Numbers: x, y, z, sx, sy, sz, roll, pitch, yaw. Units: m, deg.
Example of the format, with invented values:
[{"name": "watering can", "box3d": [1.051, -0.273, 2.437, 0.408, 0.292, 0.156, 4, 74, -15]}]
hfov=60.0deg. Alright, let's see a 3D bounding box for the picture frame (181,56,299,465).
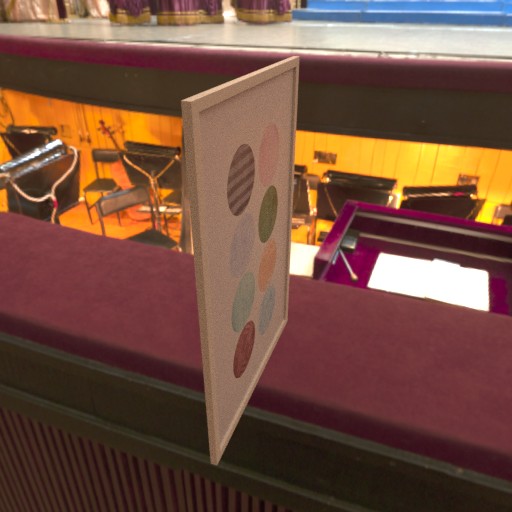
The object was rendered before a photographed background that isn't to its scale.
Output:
[{"name": "picture frame", "box3d": [0.000, 0.000, 0.852, 0.013, 0.657, 0.457, 11, 32, 17]}]
